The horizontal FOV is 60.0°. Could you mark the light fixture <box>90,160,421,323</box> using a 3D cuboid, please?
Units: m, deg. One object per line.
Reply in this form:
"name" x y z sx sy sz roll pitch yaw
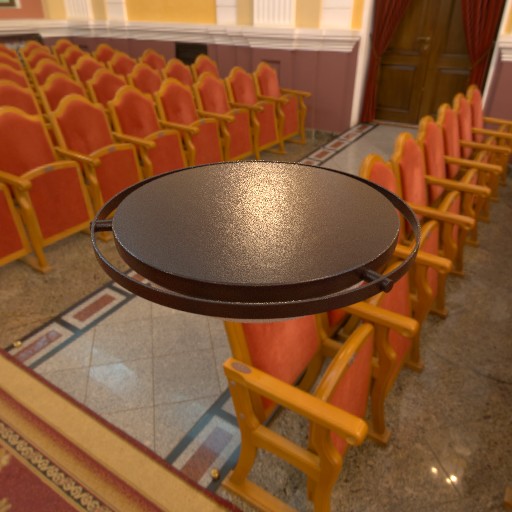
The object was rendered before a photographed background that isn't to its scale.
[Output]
"light fixture" 0.000 0.000 0.538 0.361 0.130 0.361 0 30 0
